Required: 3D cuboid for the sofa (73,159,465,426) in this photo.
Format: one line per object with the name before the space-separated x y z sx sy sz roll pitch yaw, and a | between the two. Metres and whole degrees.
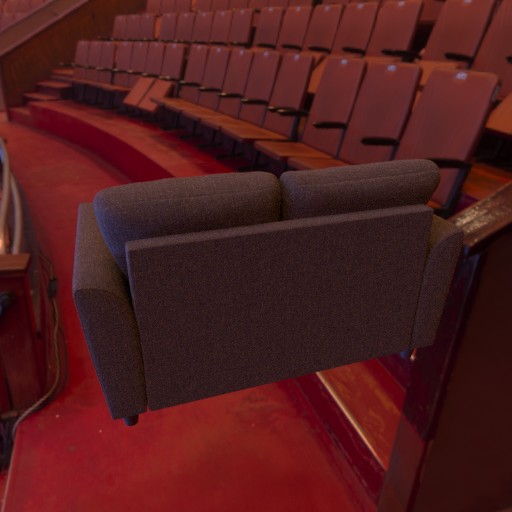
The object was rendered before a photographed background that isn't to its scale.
sofa | 0.000 0.000 1.935 1.423 0.885 0.851 -8 27 -17
